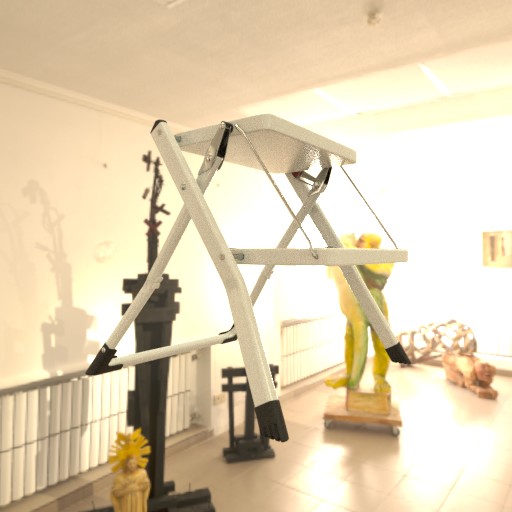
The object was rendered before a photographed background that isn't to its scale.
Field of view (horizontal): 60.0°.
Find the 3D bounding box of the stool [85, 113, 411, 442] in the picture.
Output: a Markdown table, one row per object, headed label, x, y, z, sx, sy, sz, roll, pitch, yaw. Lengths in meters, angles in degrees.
| label | x | y | z | sx | sy | sz | roll | pitch | yaw |
| --- | --- | --- | --- | --- | --- | --- | --- | --- | --- |
| stool | 0.000 | 0.000 | 0.856 | 0.490 | 0.445 | 0.485 | 0 | 1 | 37 |
